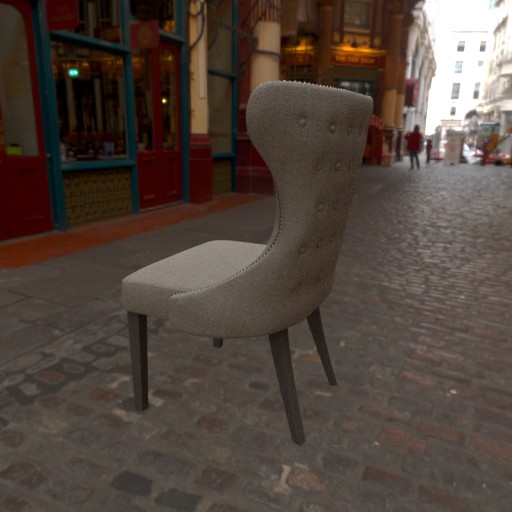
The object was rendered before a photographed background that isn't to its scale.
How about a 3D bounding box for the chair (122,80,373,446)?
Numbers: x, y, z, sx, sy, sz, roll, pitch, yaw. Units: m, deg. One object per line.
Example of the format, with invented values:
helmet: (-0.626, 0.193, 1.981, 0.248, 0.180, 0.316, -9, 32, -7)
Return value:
chair: (0.000, 0.000, 1.388, 0.635, 0.967, 0.628, 7, 17, 25)
